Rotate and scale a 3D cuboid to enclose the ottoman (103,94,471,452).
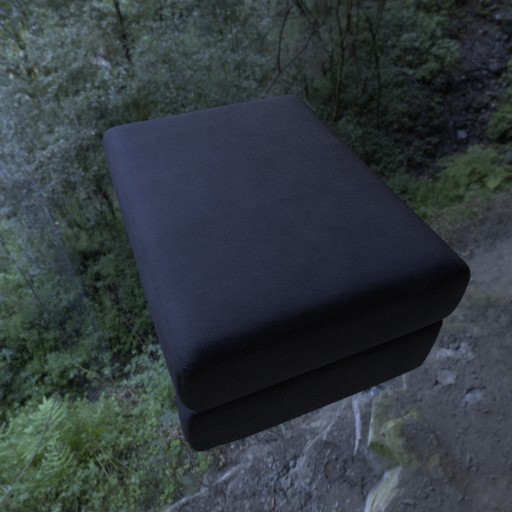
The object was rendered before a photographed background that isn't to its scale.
[{"bbox_3d":[0.000,0.000,1.102,0.574,0.497,0.773,-16,48,-15],"label":"ottoman"}]
